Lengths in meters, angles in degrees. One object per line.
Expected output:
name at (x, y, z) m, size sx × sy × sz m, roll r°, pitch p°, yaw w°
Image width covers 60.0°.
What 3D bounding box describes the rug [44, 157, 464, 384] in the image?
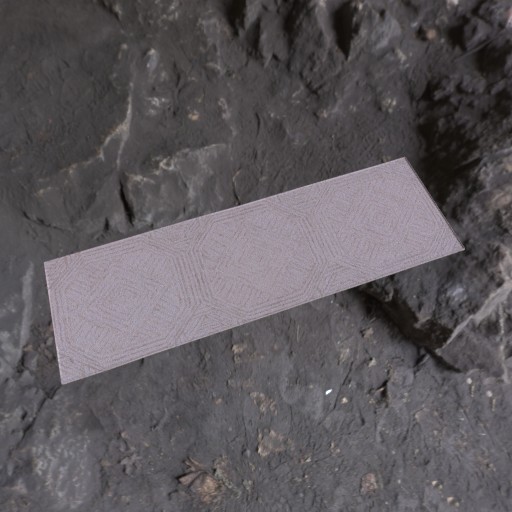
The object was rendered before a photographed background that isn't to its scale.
rug at (0.000, 0.000, 2.700) m, size 2.452 × 0.012 × 0.775 m, roll -17°, pitch 64°, yaw -9°
